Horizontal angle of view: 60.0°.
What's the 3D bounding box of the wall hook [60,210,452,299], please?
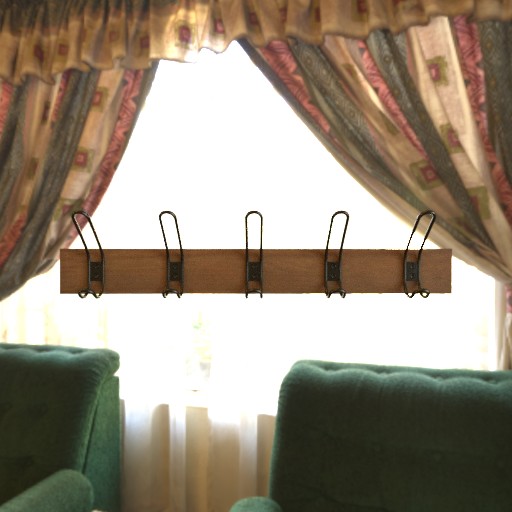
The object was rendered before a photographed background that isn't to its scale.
[{"bbox_3d":[0.000,0.000,0.598,0.554,0.116,0.076,0,0,0],"label":"wall hook"}]
